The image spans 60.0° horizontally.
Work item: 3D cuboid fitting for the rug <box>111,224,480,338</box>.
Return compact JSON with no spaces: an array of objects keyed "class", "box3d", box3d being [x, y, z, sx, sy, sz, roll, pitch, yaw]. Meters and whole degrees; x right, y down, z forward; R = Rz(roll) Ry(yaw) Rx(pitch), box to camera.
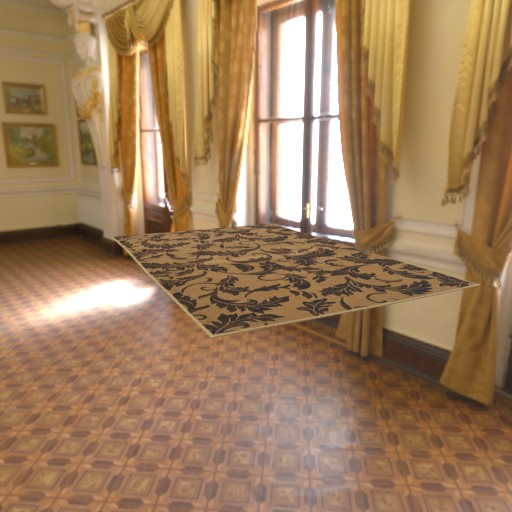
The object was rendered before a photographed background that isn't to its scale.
[{"class":"rug","box3d":[0.000,0.000,2.988,1.522,0.008,2.284,-7,15,-26]}]
